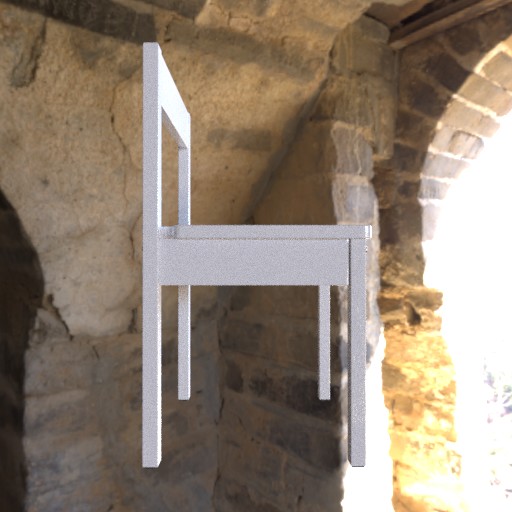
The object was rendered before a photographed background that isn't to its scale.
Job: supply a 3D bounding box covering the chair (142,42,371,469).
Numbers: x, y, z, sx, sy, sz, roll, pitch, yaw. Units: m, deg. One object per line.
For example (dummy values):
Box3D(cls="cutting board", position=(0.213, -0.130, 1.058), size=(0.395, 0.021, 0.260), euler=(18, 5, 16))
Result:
Box3D(cls="chair", position=(0.000, 0.000, 0.870), size=(0.361, 0.668, 0.367), euler=(0, 0, 0))
